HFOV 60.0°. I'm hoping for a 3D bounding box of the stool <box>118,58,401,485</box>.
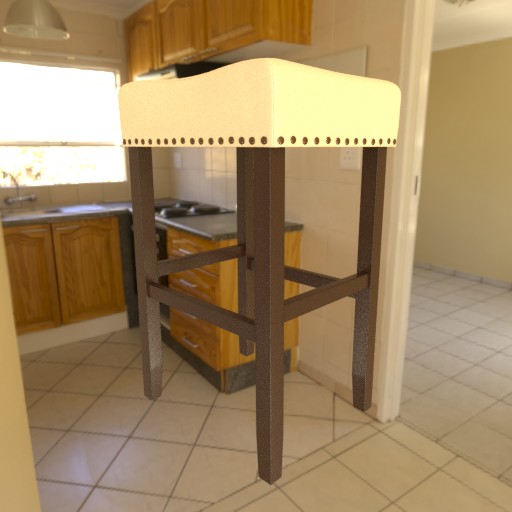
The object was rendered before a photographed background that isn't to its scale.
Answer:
[{"bbox_3d":[0.000,0.000,1.029,0.471,0.762,0.401,13,19,43],"label":"stool"}]
